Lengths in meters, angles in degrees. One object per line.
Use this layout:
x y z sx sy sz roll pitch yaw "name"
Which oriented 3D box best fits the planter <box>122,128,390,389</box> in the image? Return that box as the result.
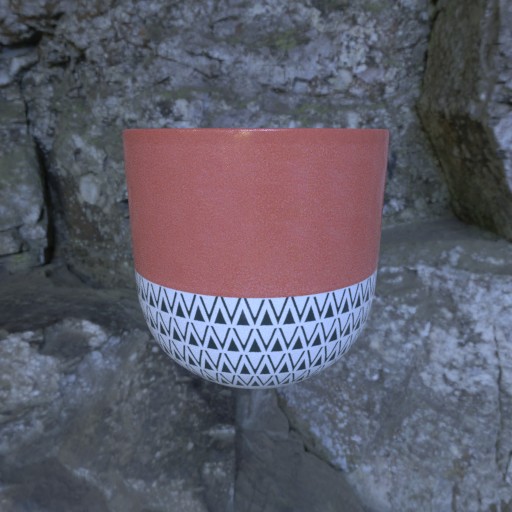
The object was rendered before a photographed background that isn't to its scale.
0.000 0.000 0.493 0.266 0.270 0.266 0 15 0 "planter"
